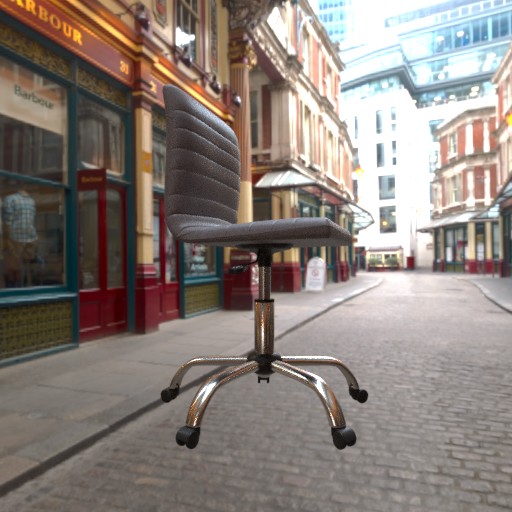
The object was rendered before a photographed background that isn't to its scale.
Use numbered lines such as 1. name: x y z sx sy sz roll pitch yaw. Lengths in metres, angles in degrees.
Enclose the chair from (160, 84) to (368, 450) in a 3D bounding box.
1. chair: 0.000 0.000 1.125 0.530 0.780 0.556 0 -1 19
